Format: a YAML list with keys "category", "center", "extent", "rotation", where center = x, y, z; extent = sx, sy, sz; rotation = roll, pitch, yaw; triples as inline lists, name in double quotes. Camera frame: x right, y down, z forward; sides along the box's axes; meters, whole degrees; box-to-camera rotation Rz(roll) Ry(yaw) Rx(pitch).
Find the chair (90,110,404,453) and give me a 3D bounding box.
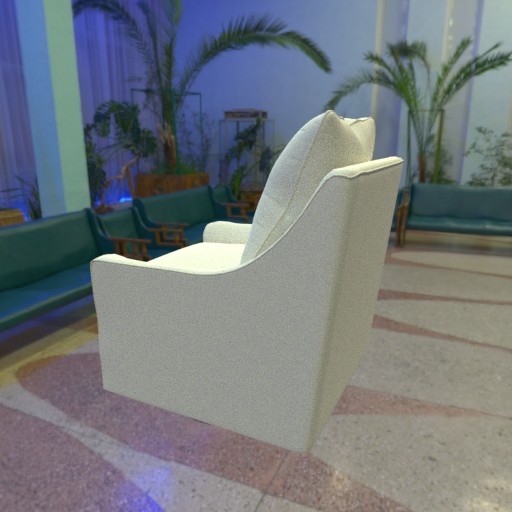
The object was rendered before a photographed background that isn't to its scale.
- category: "chair"
  center: [0.000, 0.000, 1.603]
  extent: [0.876, 0.965, 0.756]
  rotation: [7, 17, 25]
